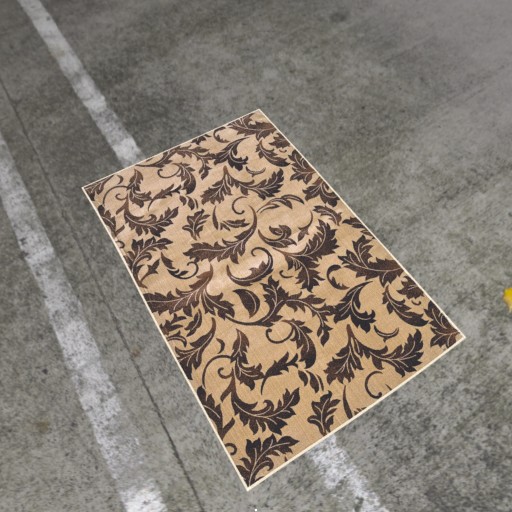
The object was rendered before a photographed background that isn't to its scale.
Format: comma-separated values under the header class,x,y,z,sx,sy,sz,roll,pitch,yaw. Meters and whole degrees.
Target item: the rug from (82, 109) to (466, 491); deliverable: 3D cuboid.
class,x,y,z,sx,sy,sz,roll,pitch,yaw
rug,0.000,0.000,2.892,1.522,0.008,2.284,-29,64,-15
